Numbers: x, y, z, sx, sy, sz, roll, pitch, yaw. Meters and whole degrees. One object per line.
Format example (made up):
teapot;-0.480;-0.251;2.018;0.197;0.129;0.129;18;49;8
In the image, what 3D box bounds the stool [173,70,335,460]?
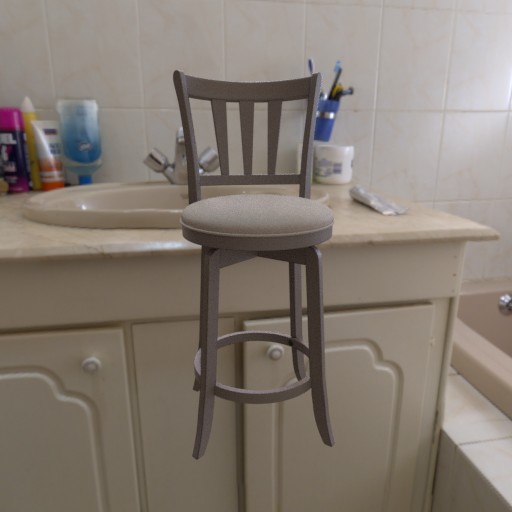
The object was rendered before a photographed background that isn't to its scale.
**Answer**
stool;0.000;0.000;1.280;0.436;1.023;0.475;-2;16;-7
